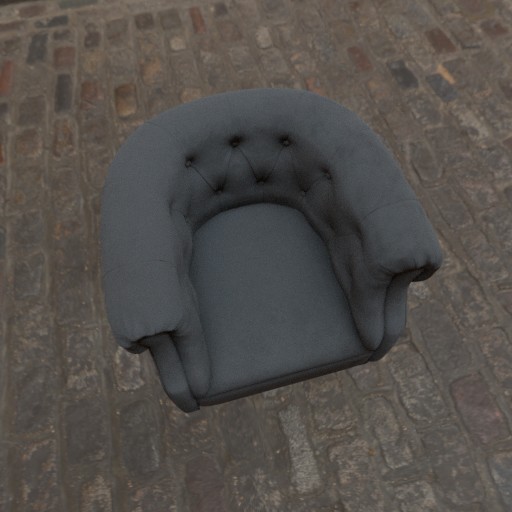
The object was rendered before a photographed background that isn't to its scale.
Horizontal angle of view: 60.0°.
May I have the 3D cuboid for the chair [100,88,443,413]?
[{"bbox_3d":[0.000,0.000,1.566,0.904,0.826,0.851,-13,64,-7],"label":"chair"}]
